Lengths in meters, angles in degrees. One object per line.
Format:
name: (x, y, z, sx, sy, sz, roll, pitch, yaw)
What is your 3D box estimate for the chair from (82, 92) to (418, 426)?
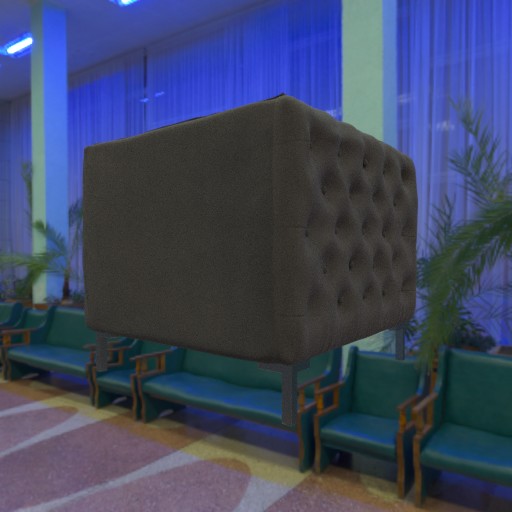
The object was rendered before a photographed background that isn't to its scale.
chair: (0.000, 0.000, 1.641, 0.946, 0.807, 0.913, 1, 1, 37)
